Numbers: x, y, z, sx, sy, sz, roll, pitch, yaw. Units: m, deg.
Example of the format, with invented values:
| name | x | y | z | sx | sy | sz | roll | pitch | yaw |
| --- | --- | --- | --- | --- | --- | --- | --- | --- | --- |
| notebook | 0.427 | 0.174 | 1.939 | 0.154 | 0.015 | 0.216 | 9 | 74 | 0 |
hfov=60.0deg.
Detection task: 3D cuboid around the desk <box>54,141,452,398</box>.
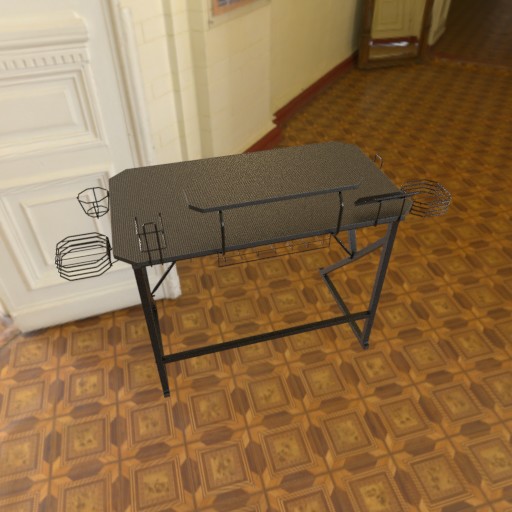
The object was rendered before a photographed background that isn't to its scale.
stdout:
| name | x | y | z | sx | sy | sz | roll | pitch | yaw |
| --- | --- | --- | --- | --- | --- | --- | --- | --- | --- |
| desk | 0.000 | 0.000 | 1.704 | 1.290 | 0.880 | 0.580 | -10 | 42 | -12 |
